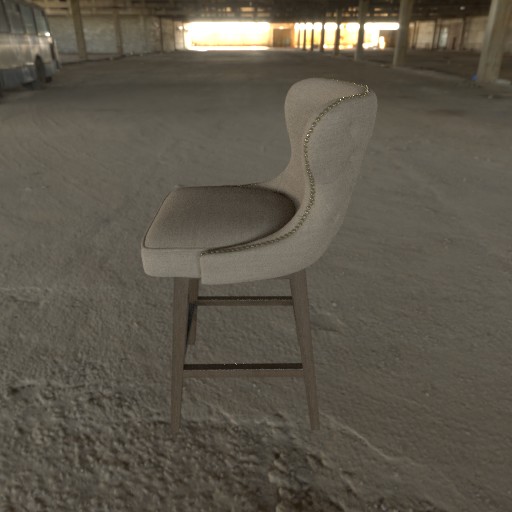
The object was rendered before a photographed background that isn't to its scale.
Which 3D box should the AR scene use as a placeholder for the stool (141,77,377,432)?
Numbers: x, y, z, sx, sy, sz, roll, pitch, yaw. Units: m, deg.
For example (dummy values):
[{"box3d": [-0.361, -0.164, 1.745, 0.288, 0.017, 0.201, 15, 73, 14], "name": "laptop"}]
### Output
[{"box3d": [0.000, 0.000, 1.343, 0.597, 0.972, 0.615, 0, 26, 0], "name": "stool"}]
